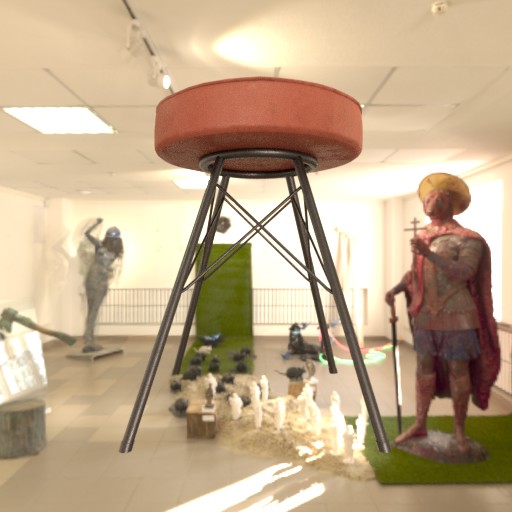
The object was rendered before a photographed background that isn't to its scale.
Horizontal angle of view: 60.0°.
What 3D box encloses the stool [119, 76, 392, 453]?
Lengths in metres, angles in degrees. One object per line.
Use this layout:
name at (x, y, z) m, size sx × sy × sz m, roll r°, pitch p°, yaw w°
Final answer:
stool at (0.000, 0.000, 0.896) m, size 0.421 × 0.593 × 0.457 m, roll 0°, pitch 0°, yaw 0°
